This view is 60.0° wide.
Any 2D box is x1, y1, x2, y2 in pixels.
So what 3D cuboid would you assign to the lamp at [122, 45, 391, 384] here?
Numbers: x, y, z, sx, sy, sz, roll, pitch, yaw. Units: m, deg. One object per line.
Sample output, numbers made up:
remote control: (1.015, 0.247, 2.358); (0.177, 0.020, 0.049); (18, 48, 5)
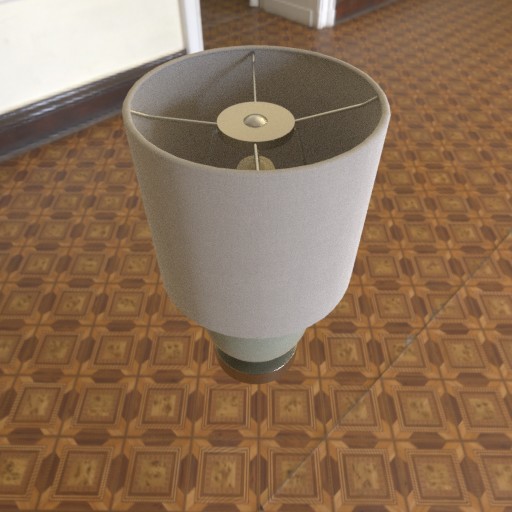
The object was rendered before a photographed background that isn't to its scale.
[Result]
lamp: (0.000, 0.000, 0.465); (0.201, 0.353, 0.201); (-24, 51, -21)
